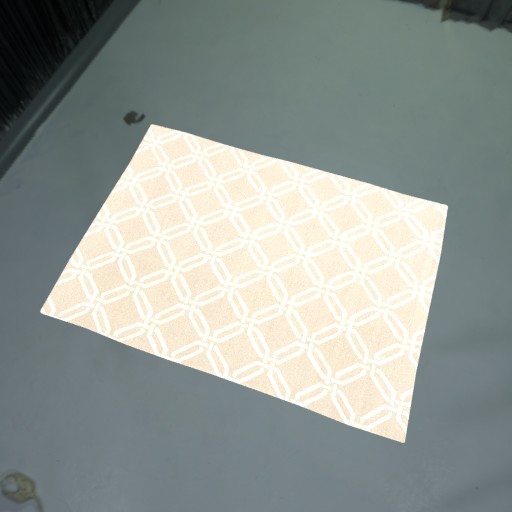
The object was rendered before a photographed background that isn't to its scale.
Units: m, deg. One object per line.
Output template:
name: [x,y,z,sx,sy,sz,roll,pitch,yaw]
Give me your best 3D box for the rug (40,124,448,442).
rug: [0.000,0.000,2.717,2.135,0.013,1.524,17,65,8]
